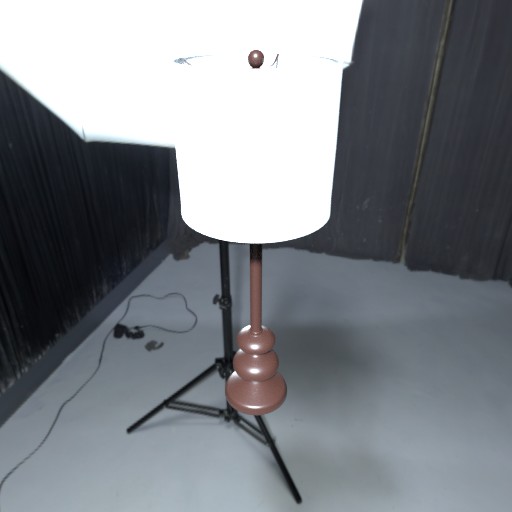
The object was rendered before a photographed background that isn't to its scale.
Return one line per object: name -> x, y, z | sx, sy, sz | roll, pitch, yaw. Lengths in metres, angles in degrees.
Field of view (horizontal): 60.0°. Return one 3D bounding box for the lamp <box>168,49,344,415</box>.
lamp -> 0.000, 0.000, 0.813 | 0.254, 0.690, 0.254 | 9, 31, 16
